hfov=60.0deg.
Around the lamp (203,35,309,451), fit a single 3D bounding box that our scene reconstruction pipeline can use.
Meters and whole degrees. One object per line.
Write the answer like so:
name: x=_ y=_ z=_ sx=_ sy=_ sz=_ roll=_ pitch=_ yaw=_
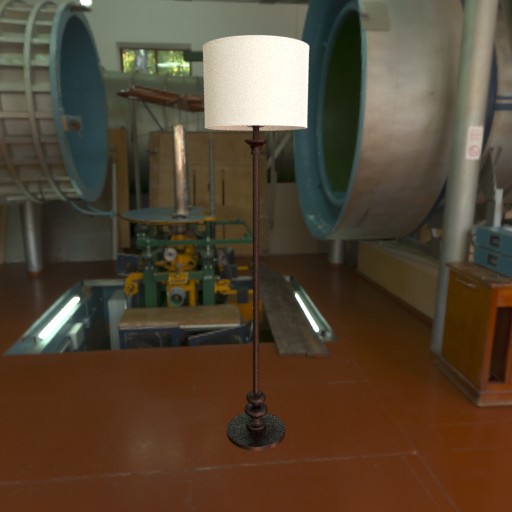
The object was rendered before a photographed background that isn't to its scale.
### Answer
lamp: x=0.000 y=0.000 z=1.657 sx=0.356 sy=1.487 sz=0.356 roll=7 pitch=15 yaw=27
